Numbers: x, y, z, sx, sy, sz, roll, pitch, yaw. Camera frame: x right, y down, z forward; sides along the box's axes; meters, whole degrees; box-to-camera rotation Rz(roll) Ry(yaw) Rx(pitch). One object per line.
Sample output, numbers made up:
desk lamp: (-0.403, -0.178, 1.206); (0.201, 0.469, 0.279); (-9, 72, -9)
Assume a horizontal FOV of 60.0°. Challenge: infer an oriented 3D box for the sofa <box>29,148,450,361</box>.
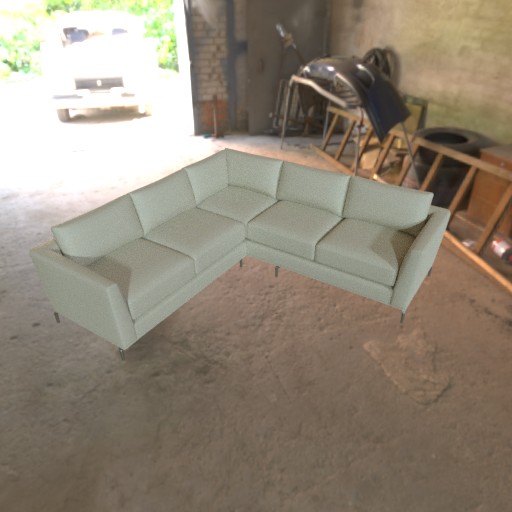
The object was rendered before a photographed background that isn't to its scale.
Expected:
sofa: (0.000, 0.000, 3.659); (2.448, 0.867, 2.430); (19, 37, 28)
